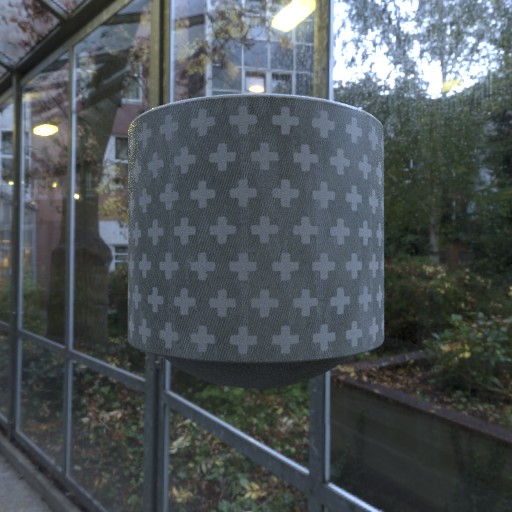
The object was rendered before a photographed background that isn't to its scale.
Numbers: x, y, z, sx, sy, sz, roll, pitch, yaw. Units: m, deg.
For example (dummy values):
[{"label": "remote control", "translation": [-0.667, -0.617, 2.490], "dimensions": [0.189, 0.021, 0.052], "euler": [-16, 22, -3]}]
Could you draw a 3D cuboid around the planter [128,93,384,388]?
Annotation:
[{"label": "planter", "translation": [0.000, 0.000, 0.451], "dimensions": [0.250, 0.239, 0.250], "euler": [0, 0, 0]}]
